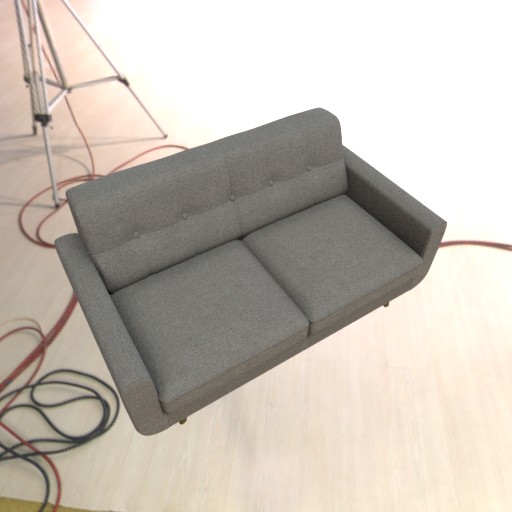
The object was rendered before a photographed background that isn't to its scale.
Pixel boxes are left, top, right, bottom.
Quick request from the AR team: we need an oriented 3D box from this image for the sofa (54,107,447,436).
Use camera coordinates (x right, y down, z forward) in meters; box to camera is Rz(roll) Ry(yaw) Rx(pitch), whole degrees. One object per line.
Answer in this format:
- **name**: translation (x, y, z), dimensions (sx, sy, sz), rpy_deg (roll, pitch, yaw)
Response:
- **sofa**: translation (0.000, 0.000, 2.157), dimensions (1.631, 0.841, 0.909), rpy_deg (-24, 51, -21)
